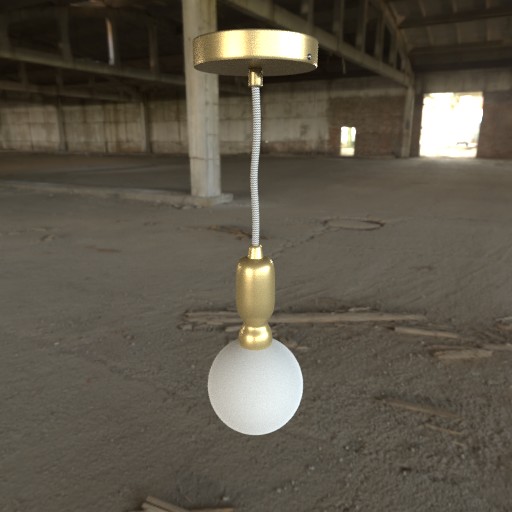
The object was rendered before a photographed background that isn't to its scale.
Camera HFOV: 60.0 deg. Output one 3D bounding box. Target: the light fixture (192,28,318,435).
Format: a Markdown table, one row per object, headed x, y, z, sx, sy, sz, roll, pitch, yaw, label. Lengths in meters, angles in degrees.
| x | y | z | sx | sy | sz | roll | pitch | yaw | label |
| --- | --- | --- | --- | --- | --- | --- | --- | --- | --- |
| 0.000 | 0.000 | 0.579 | 0.147 | 0.510 | 0.146 | 8 | 18 | 28 | light fixture |
